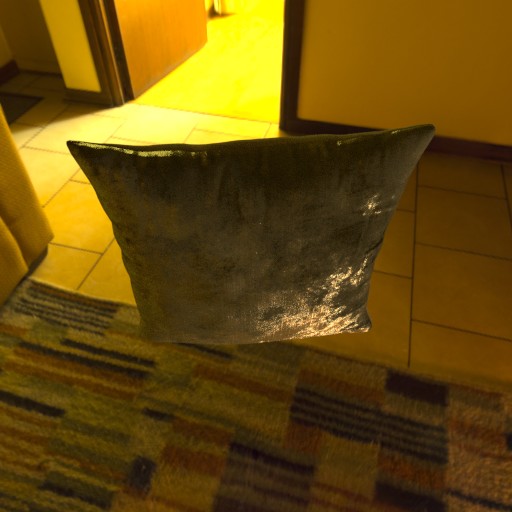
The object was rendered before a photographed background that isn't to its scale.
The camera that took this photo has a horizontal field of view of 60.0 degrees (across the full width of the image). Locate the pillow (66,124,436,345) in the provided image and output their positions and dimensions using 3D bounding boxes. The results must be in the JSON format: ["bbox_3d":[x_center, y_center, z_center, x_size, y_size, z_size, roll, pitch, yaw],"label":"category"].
[{"bbox_3d":[0.000,0.000,0.724,0.470,0.464,0.175,-3,46,-3],"label":"pillow"}]
